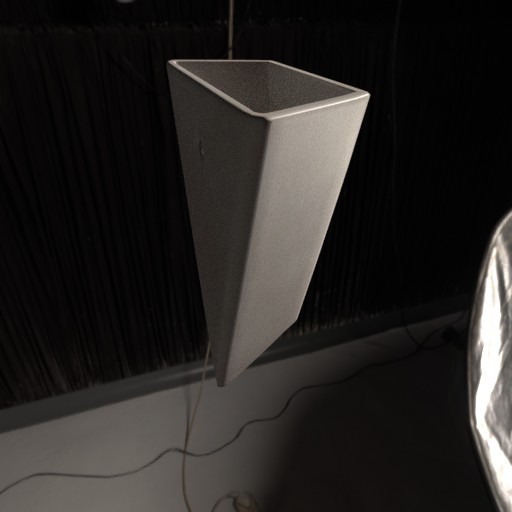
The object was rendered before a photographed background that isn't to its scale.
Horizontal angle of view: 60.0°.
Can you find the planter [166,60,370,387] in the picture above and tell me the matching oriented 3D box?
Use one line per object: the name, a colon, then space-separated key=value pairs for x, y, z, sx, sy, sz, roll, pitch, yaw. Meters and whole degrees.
planter: x=0.000 y=0.000 z=0.260 sx=0.060 sy=0.197 sz=0.150 roll=-11 pitch=33 yaw=-18
